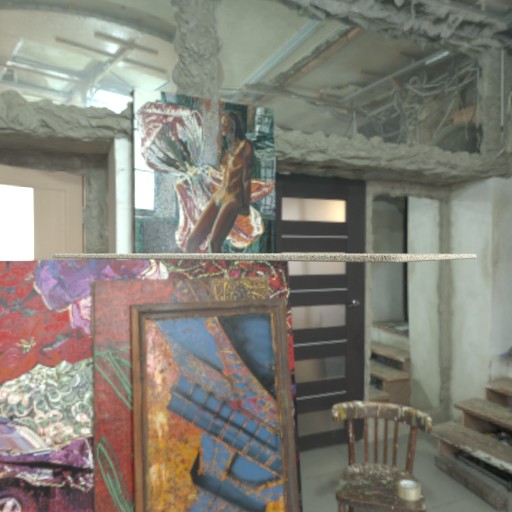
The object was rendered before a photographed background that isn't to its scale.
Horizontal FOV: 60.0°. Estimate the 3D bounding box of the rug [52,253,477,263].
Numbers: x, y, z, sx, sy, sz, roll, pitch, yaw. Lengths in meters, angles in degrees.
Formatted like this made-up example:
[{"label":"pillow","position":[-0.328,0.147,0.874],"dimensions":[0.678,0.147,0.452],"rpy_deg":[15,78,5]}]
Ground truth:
[{"label":"rug","position":[0.000,0.000,2.982],"dimensions":[2.438,0.030,1.524],"rpy_deg":[0,1,37]}]
